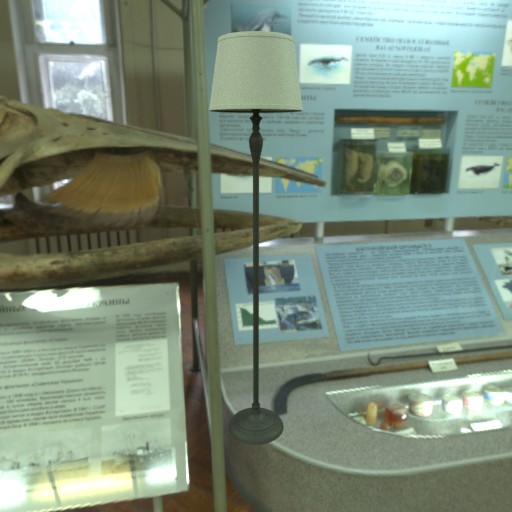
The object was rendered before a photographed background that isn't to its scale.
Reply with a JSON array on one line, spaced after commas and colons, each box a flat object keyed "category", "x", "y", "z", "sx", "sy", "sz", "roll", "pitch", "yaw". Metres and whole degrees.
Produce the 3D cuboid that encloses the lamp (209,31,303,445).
[{"category": "lamp", "x": 0.000, "y": 0.000, "z": 1.687, "sx": 0.327, "sy": 1.506, "sz": 0.327, "roll": -14, "pitch": 21, "yaw": -41}]
